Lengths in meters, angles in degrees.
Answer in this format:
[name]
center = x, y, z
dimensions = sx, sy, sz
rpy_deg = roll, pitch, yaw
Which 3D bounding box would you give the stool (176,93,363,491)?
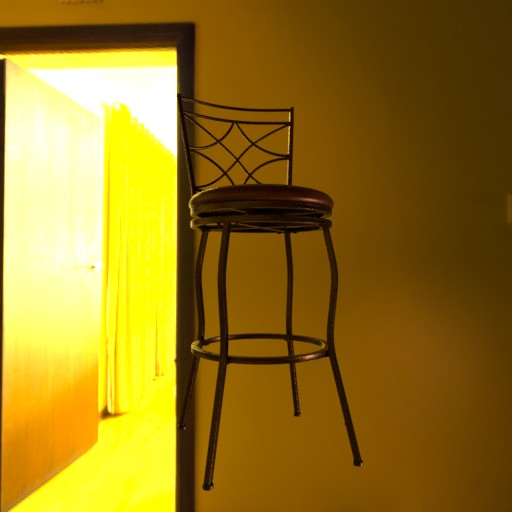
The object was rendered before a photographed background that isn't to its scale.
[stool]
center = 0.000, 0.000, 1.369
dimensions = 0.434, 1.117, 0.534
rpy_deg = 0, -1, -18
